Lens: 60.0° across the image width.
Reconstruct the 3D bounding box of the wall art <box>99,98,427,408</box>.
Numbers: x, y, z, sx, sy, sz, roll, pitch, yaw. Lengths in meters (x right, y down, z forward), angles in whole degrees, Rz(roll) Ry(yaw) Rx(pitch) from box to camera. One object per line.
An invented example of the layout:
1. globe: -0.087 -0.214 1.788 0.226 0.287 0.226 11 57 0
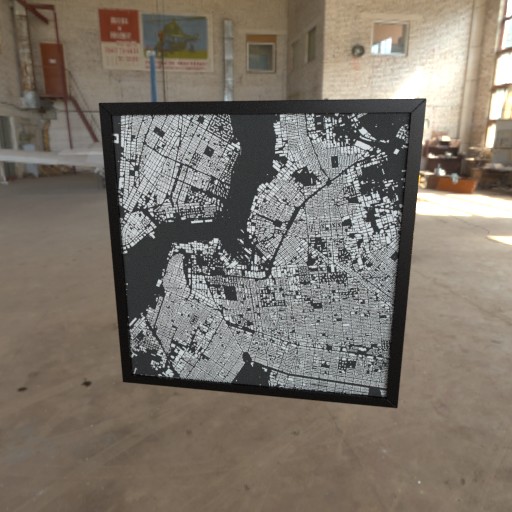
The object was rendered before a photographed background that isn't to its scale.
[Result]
1. wall art: 0.000 0.000 0.455 0.299 0.299 0.037 3 15 9
